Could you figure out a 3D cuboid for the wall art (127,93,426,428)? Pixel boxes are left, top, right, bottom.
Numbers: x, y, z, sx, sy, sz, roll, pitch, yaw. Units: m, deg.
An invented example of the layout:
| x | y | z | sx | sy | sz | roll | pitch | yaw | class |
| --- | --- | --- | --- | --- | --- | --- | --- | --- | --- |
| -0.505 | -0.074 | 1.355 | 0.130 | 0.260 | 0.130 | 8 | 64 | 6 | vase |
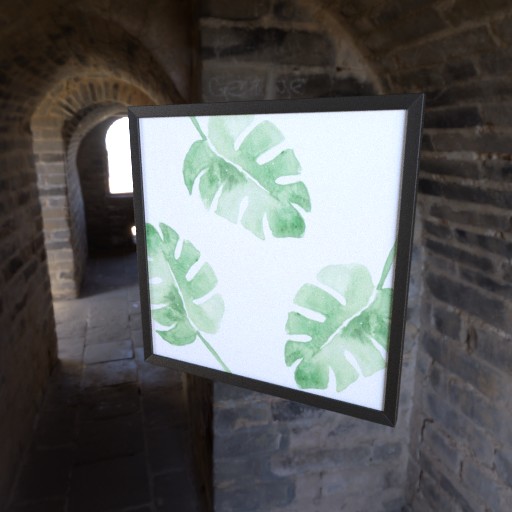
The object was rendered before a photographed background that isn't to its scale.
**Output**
| x | y | z | sx | sy | sz | roll | pitch | yaw | class |
| --- | --- | --- | --- | --- | --- | --- | --- | --- | --- |
| 0.000 | 0.000 | 1.157 | 0.765 | 0.765 | 0.038 | 7 | 16 | 25 | wall art |
